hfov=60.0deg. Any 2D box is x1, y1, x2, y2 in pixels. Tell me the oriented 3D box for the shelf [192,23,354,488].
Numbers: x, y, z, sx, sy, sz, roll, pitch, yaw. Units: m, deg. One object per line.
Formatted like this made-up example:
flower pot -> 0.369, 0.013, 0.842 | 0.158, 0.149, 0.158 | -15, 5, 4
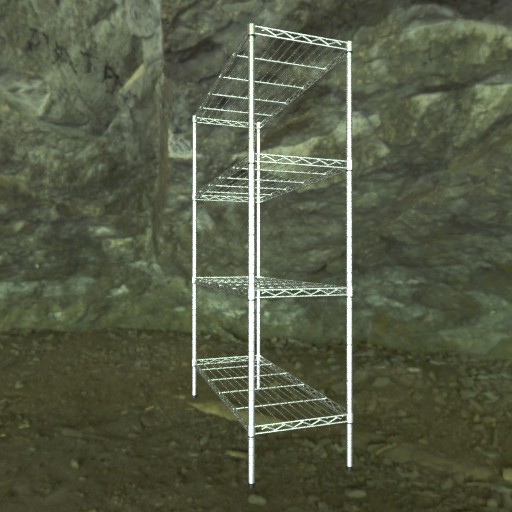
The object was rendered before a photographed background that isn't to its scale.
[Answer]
shelf -> 0.000, 0.000, 1.774 | 0.352, 1.360, 0.907 | 0, 0, -19
